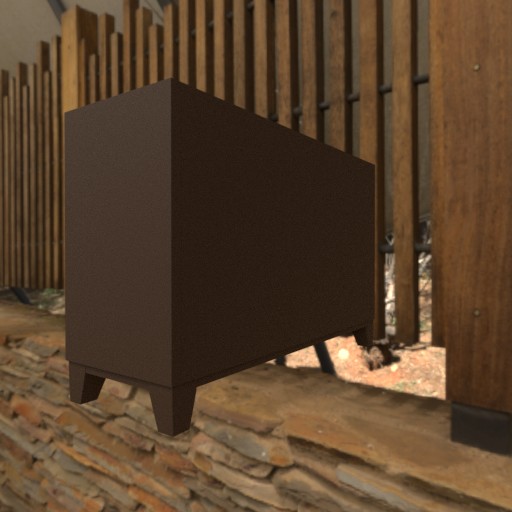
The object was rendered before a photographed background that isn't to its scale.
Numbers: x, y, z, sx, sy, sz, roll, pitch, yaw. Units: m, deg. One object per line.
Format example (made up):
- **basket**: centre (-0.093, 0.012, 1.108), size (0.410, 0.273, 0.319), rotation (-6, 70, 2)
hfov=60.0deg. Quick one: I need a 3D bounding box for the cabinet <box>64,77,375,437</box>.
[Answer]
- **cabinet**: centre (0.000, 0.000, 1.827), size (0.482, 0.914, 1.396), rotation (0, 1, 36)
